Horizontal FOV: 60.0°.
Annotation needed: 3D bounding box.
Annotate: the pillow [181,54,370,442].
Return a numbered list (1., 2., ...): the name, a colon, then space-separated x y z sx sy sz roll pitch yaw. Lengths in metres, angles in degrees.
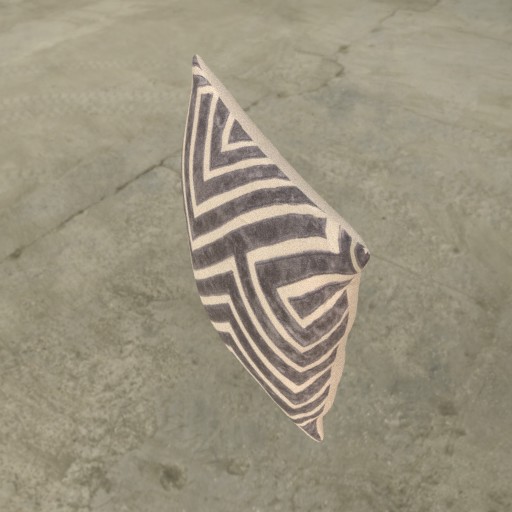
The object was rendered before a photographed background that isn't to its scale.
1. pillow: 0.000 0.000 0.662 0.182 0.441 0.440 -19 50 -17
